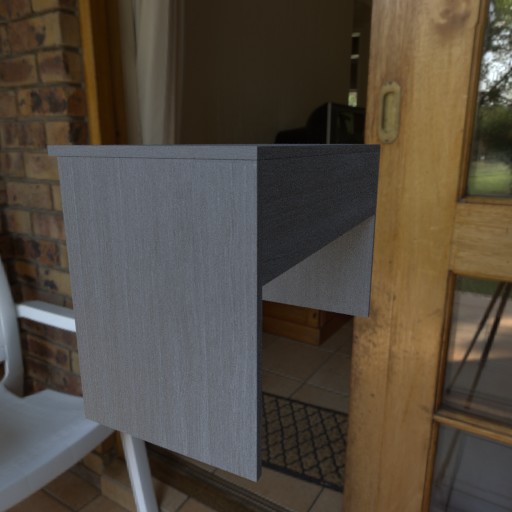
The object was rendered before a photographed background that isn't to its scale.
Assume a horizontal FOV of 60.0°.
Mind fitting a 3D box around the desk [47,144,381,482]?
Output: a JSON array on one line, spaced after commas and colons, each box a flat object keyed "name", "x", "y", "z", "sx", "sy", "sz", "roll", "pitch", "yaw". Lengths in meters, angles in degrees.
[{"name": "desk", "x": 0.000, "y": 0.000, "z": 1.497, "sx": 0.557, "sy": 0.729, "sz": 1.099, "roll": 7, "pitch": 16, "yaw": 26}]
